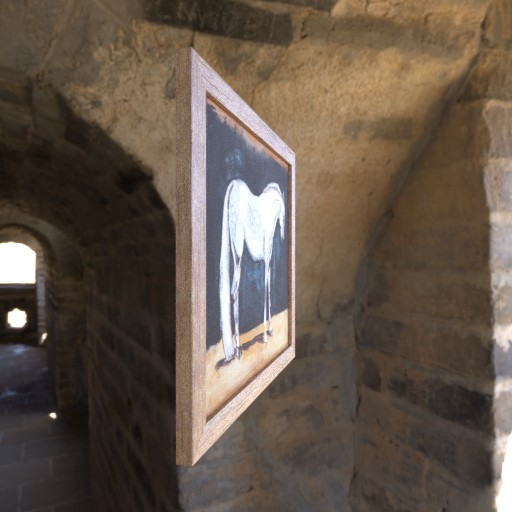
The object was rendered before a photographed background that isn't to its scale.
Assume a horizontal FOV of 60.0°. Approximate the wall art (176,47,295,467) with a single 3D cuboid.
[{"bbox_3d":[0.000,0.000,0.953,0.026,0.588,0.690,0,0,17],"label":"wall art"}]
